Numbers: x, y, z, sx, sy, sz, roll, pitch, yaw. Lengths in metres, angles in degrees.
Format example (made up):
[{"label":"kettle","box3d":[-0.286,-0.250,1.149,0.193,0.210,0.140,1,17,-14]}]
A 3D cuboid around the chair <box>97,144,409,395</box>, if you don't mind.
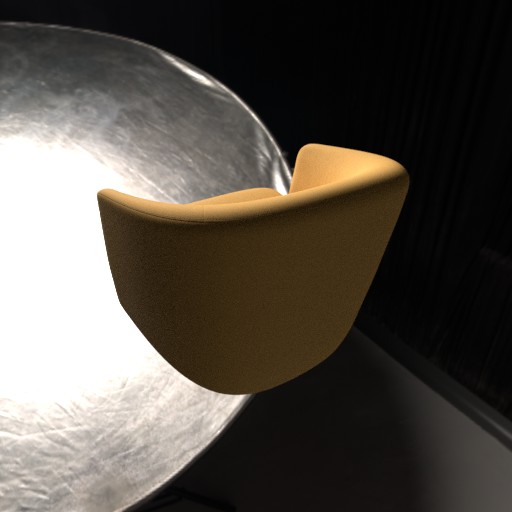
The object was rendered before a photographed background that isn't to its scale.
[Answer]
[{"label":"chair","box3d":[0.000,0.000,1.369,0.773,0.698,0.767,-19,36,-28]}]
